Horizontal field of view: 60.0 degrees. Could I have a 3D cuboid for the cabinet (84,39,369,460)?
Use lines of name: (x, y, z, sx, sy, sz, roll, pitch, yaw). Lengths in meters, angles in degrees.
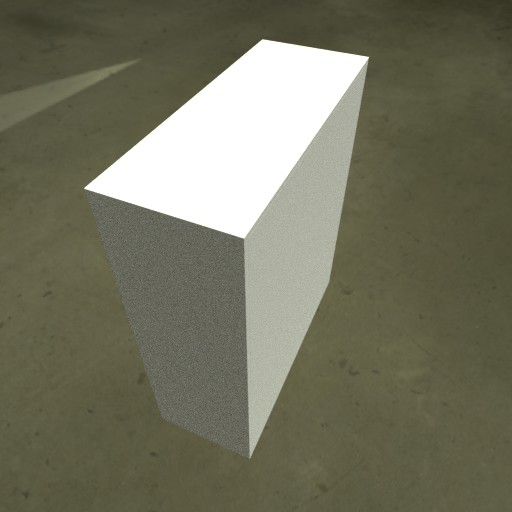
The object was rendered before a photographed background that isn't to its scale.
cabinet: (0.000, 0.000, 1.685, 0.400, 1.190, 1.000, 18, 48, 17)
